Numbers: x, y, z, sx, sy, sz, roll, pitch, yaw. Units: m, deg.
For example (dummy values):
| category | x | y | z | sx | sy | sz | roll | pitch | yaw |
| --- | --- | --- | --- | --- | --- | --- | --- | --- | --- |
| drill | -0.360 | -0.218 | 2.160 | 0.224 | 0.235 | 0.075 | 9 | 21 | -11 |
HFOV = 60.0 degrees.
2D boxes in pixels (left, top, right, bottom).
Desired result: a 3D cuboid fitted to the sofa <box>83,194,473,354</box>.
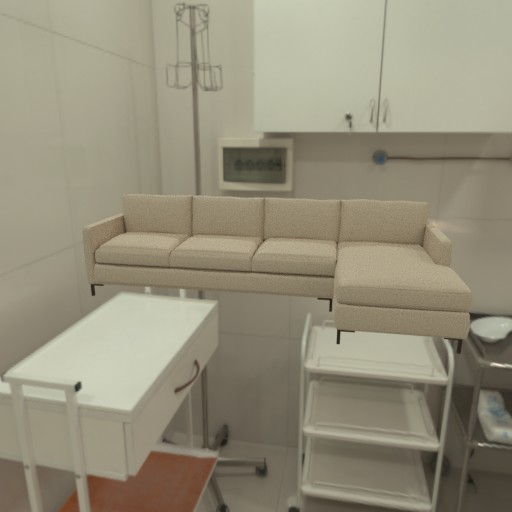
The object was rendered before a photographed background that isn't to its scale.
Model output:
| category | x | y | z | sx | sy | sz | roll | pitch | yaw |
| --- | --- | --- | --- | --- | --- | --- | --- | --- | --- |
| sofa | 0.000 | 0.000 | 3.300 | 2.731 | 0.755 | 1.258 | 3 | 16 | 10 |
